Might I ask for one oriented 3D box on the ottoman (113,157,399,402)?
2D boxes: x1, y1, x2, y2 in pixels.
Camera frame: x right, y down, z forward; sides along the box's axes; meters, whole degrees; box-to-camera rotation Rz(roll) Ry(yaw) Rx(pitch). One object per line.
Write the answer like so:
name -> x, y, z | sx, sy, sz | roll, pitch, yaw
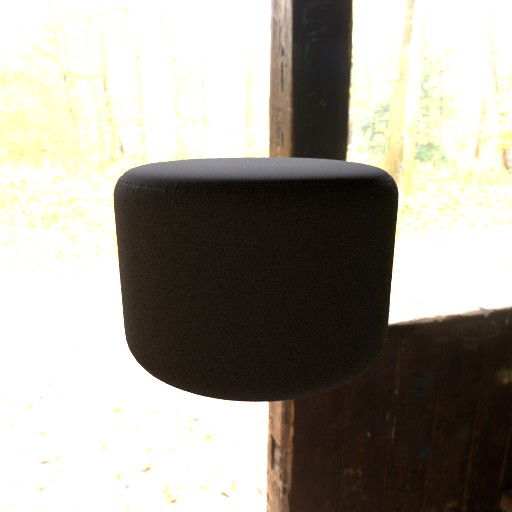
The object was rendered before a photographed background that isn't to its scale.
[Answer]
ottoman -> 0.000, 0.000, 1.023 | 0.608, 0.433, 0.608 | 0, 15, 0
